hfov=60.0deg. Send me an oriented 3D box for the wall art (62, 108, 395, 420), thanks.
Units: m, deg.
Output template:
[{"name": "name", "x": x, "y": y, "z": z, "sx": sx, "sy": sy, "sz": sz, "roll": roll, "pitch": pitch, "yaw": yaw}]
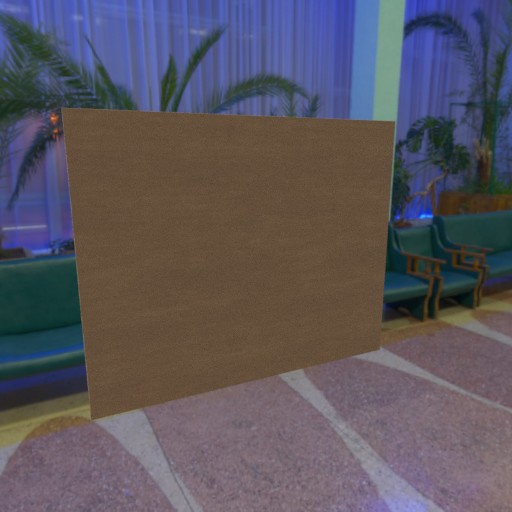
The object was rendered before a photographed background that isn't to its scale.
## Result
[{"name": "wall art", "x": 0.000, "y": 0.000, "z": 0.675, "sx": 0.508, "sy": 0.408, "sz": 0.012, "roll": -6, "pitch": 15, "yaw": -25}]
